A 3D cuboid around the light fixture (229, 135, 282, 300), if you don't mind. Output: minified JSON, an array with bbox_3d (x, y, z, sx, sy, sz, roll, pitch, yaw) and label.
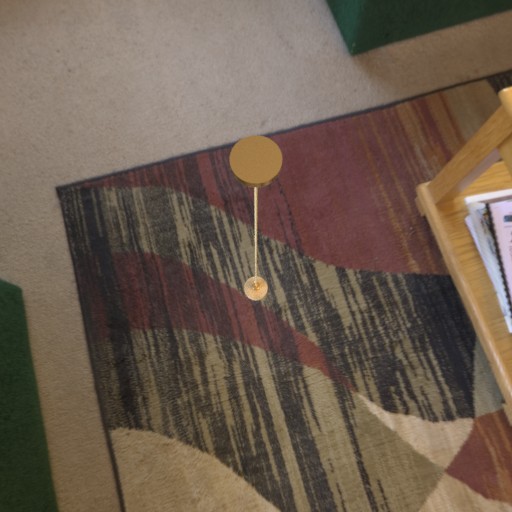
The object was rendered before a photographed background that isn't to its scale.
[{"bbox_3d":[0.000,0.000,1.811,0.129,1.669,0.129,-33,77,-9],"label":"light fixture"}]
